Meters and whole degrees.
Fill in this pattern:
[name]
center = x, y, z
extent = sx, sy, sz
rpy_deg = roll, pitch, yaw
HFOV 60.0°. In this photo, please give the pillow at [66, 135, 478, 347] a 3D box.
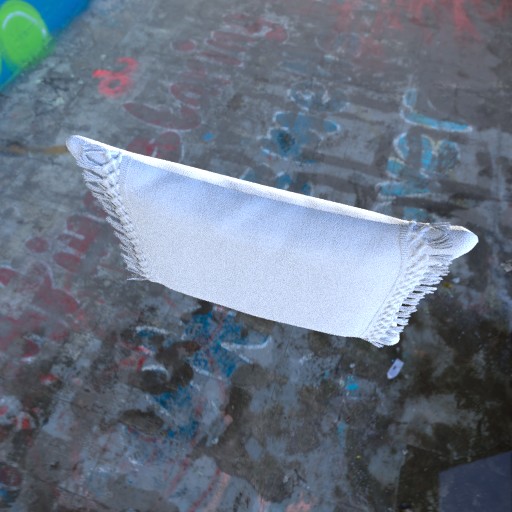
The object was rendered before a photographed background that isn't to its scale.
[pillow]
center = 0.000, 0.000, 0.601
extent = 0.466, 0.305, 0.084
rpy_deg = 15, 60, 9
